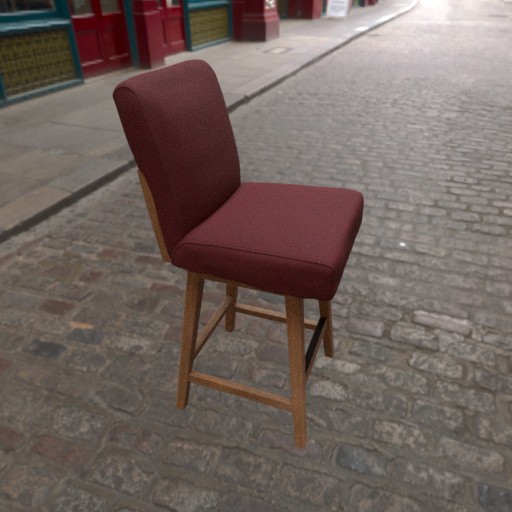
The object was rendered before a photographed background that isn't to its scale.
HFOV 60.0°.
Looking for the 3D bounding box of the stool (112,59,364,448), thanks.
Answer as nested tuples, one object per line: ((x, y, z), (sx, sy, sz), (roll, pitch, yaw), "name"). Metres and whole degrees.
((0.000, 0.000, 1.341), (0.562, 1.038, 0.468), (11, 33, 17), "stool")
